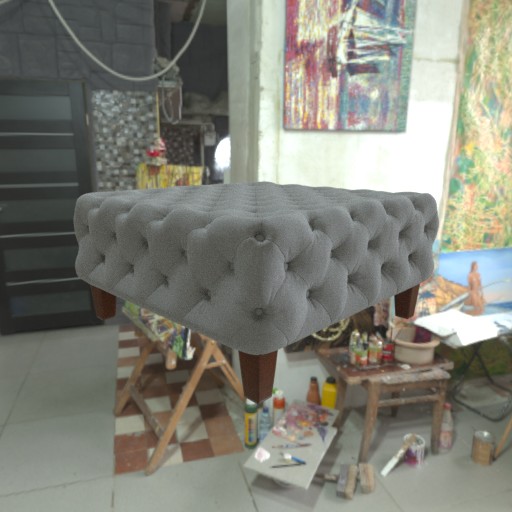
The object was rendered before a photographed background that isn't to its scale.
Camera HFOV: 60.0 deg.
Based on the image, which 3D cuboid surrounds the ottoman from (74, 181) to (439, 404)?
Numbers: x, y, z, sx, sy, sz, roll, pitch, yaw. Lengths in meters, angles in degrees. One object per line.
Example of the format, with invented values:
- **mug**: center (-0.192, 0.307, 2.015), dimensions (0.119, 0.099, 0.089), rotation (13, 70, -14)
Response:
- **ottoman**: center (0.000, 0.000, 1.501), dimensions (0.917, 0.439, 0.911), rotation (13, 18, 43)
